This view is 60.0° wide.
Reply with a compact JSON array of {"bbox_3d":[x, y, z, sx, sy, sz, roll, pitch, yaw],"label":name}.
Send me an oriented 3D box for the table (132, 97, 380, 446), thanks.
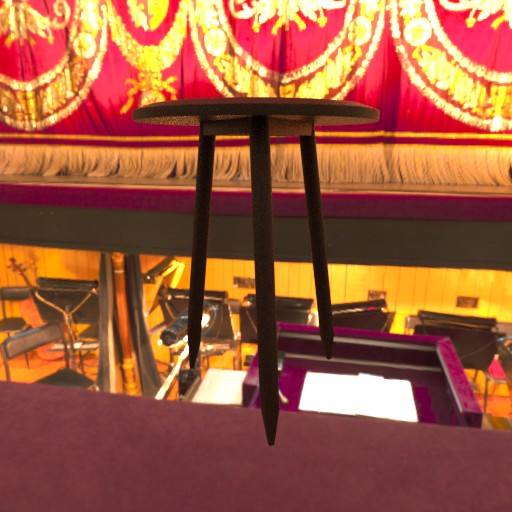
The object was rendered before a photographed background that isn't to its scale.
[{"bbox_3d":[0.000,0.000,0.919,0.457,0.585,0.457,0,14,0],"label":"table"}]
